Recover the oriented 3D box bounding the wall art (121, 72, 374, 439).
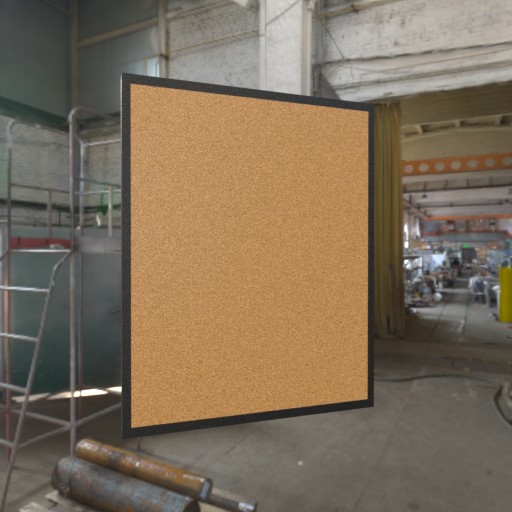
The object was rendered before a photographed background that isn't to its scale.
[{"bbox_3d":[0.000,0.000,0.507,0.294,0.369,0.030,0,0,-19],"label":"wall art"}]
